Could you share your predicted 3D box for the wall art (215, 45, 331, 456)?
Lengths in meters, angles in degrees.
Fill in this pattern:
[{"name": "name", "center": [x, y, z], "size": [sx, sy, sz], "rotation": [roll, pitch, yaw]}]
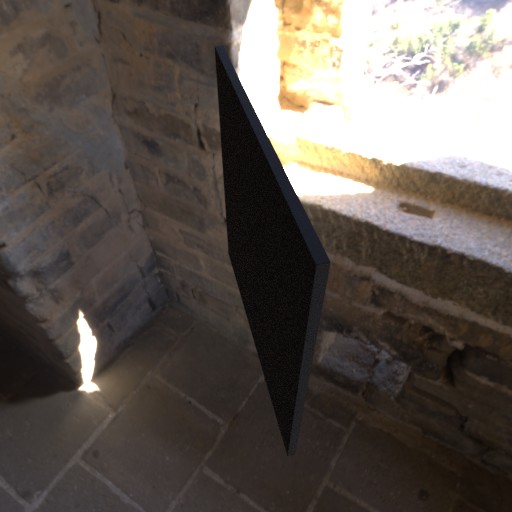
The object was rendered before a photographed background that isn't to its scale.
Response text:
[{"name": "wall art", "center": [0.000, 0.000, 0.688], "size": [0.013, 0.458, 0.456], "rotation": [-11, 48, -10]}]
